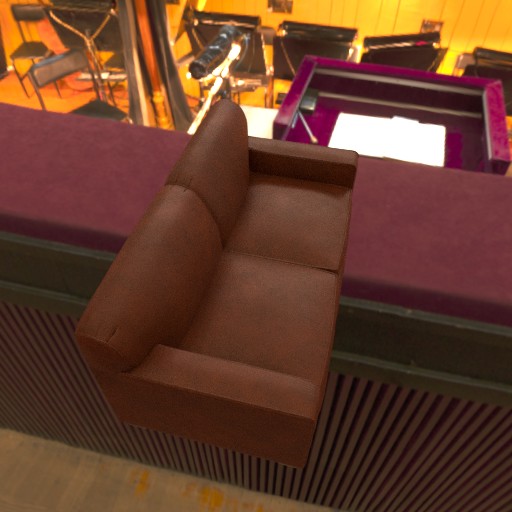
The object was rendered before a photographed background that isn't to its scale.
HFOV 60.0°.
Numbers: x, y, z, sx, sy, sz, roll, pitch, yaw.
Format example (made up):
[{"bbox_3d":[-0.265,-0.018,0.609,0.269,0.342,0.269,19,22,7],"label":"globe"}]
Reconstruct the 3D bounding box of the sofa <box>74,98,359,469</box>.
[{"bbox_3d":[0.000,0.000,2.467,1.000,0.966,1.856,10,48,9],"label":"sofa"}]
